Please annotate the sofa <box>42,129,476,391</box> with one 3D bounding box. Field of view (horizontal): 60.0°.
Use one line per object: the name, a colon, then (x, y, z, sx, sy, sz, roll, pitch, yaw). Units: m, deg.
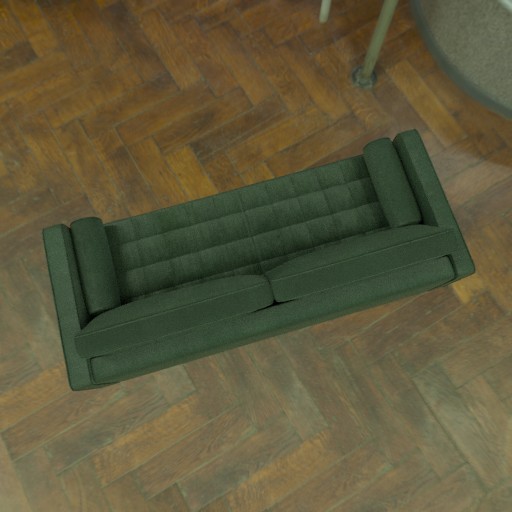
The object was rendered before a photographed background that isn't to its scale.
sofa: (0.000, 0.000, 2.563, 2.199, 0.769, 0.918, -16, 76, -4)
